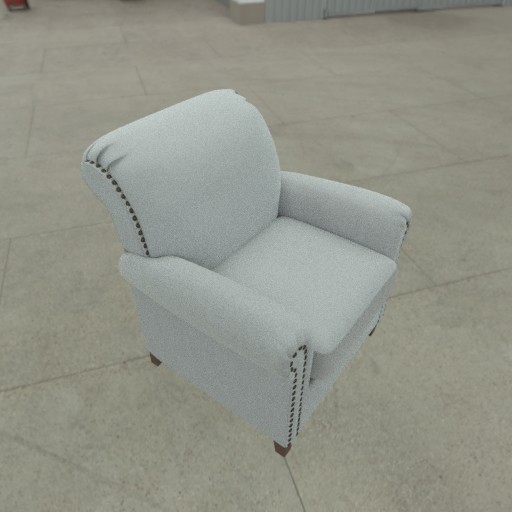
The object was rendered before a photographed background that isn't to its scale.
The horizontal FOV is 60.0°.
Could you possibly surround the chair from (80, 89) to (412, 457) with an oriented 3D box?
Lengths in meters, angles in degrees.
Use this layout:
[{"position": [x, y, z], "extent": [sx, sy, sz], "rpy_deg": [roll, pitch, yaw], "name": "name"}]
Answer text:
[{"position": [0.000, 0.000, 1.591], "extent": [0.890, 0.927, 0.854], "rpy_deg": [25, 45, 28], "name": "chair"}]
